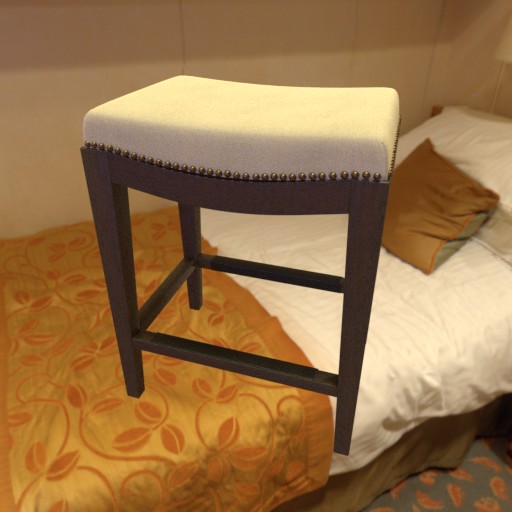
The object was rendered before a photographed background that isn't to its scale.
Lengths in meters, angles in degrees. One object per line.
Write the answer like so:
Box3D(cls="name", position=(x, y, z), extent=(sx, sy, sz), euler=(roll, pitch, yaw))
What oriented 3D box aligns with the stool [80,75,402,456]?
Box3D(cls="stool", position=(0.000, 0.000, 0.925), extent=(0.500, 0.642, 0.361), euler=(10, 33, 15))
